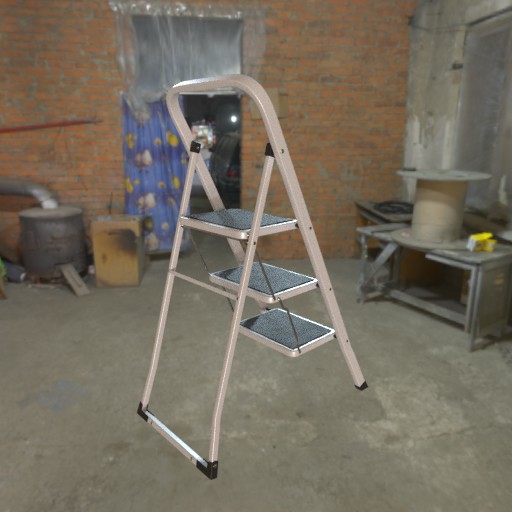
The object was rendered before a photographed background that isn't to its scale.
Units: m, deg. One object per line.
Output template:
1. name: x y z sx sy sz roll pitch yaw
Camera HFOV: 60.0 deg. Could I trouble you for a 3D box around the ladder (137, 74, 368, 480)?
1. ladder: 0.000 0.000 1.433 0.711 1.050 0.460 -14 21 -41
